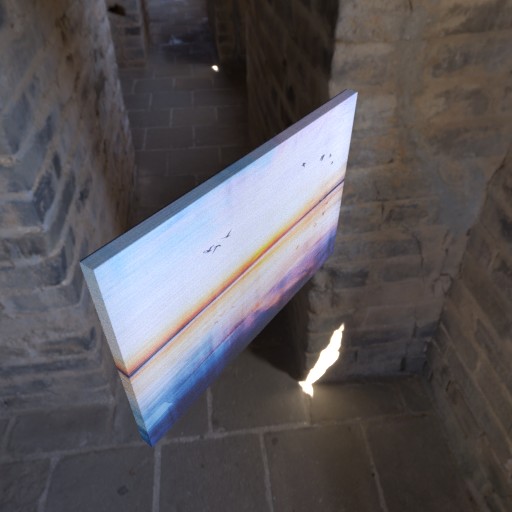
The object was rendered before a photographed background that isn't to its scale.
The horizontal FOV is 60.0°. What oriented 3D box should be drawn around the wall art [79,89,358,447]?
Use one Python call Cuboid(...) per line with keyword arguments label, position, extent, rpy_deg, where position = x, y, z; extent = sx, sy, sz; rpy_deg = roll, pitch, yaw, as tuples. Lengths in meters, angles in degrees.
Cuboid(label="wall art", position=(0.000, 0.000, 1.181), extent=(0.037, 0.605, 0.911), rpy_deg=(26, 48, 27))
